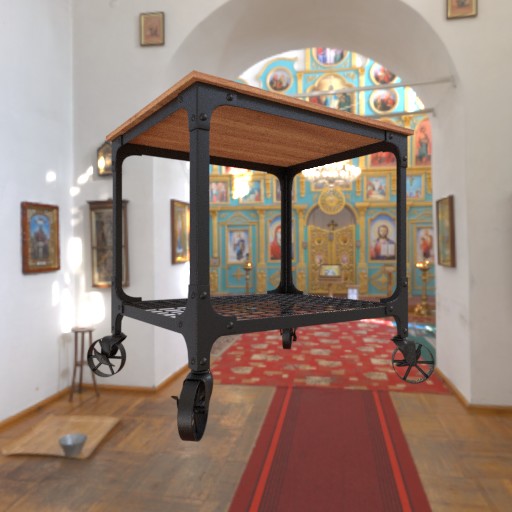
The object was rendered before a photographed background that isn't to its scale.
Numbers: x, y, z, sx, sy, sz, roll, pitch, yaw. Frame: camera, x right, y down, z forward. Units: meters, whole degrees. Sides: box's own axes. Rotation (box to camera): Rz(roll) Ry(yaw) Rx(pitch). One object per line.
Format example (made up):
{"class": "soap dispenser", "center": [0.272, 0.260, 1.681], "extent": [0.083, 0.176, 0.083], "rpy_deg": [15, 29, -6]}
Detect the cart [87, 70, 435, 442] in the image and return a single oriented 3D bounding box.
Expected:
{"class": "cart", "center": [0.000, 0.000, 1.088], "extent": [0.666, 0.603, 0.558], "rpy_deg": [0, 0, -35]}
